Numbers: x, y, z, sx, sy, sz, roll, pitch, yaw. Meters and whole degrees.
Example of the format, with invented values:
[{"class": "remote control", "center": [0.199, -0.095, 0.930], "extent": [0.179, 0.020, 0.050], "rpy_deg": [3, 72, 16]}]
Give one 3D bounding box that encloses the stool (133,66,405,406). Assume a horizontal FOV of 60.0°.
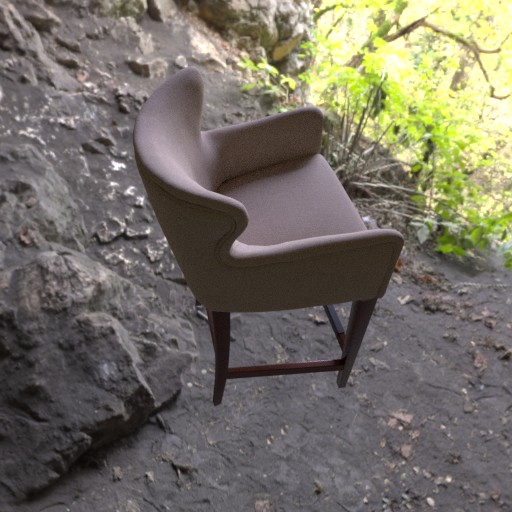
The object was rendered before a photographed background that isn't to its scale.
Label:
[{"class": "stool", "center": [0.000, 0.000, 1.360], "extent": [0.570, 0.951, 0.601], "rpy_deg": [-10, 48, -9]}]
